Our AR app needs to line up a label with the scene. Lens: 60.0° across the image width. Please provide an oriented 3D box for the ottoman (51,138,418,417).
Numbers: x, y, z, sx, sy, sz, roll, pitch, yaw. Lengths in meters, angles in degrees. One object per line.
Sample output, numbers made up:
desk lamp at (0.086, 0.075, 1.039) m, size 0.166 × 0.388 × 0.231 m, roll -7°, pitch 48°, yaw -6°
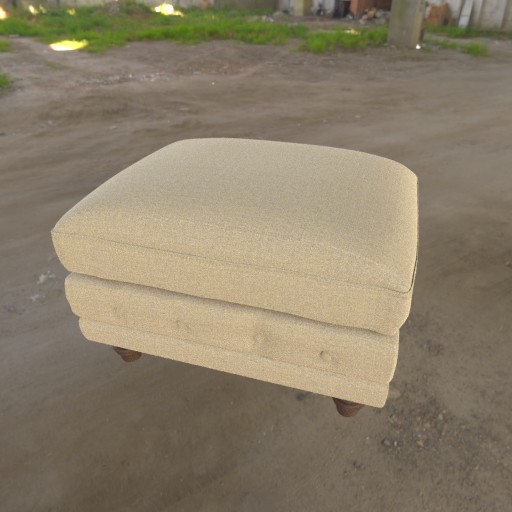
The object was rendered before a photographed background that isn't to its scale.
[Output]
ottoman at (0.000, 0.000, 1.045) m, size 0.684 × 0.463 × 0.541 m, roll 10°, pitch 33°, yaw 15°
